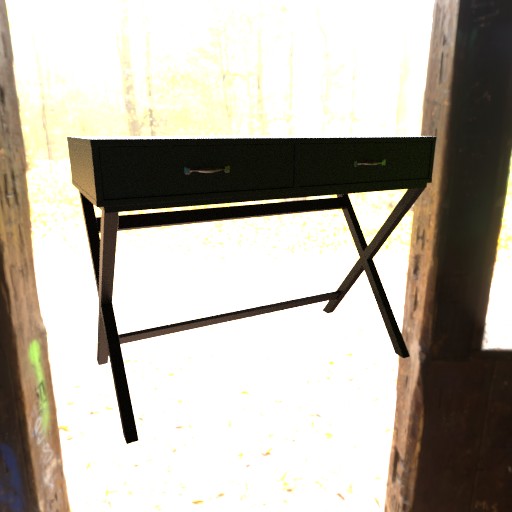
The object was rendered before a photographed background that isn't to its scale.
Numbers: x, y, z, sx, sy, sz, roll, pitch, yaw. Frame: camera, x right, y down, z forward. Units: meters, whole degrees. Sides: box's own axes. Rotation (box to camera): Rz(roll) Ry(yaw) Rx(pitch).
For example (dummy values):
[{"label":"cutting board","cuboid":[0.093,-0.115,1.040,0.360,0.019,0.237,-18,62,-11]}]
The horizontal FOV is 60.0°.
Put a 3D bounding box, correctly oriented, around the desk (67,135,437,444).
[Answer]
[{"label":"desk","cuboid":[0.000,0.000,1.500,1.057,0.780,0.525,-8,18,-26]}]
